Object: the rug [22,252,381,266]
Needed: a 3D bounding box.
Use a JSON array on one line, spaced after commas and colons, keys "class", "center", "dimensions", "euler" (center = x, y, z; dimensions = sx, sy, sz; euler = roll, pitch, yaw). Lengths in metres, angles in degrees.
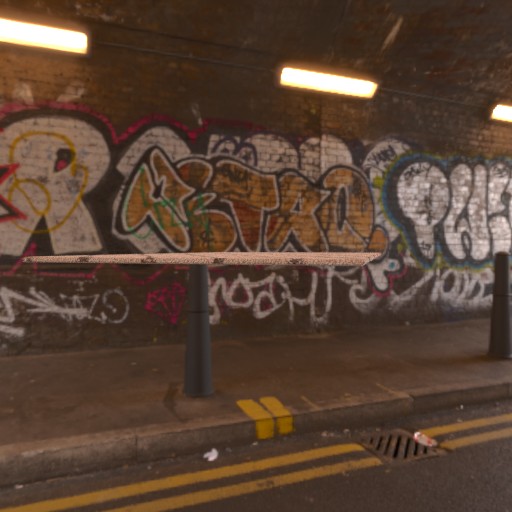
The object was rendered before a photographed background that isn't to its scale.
[{"class": "rug", "center": [0.000, 0.000, 3.401], "dimensions": [1.778, 0.030, 2.743], "euler": [0, 1, 17]}]
